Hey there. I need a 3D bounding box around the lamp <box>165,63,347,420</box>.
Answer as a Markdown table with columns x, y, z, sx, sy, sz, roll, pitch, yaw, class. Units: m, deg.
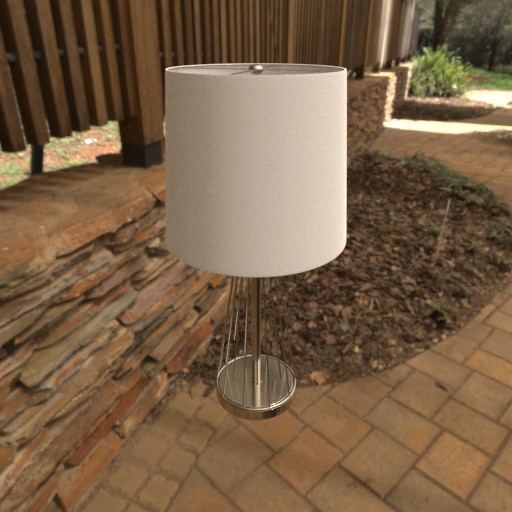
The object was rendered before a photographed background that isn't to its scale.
| x | y | z | sx | sy | sz | roll | pitch | yaw | class |
| --- | --- | --- | --- | --- | --- | --- | --- | --- | --- |
| 0.000 | 0.000 | 0.776 | 0.303 | 0.618 | 0.303 | 0 | 26 | 0 | lamp |
